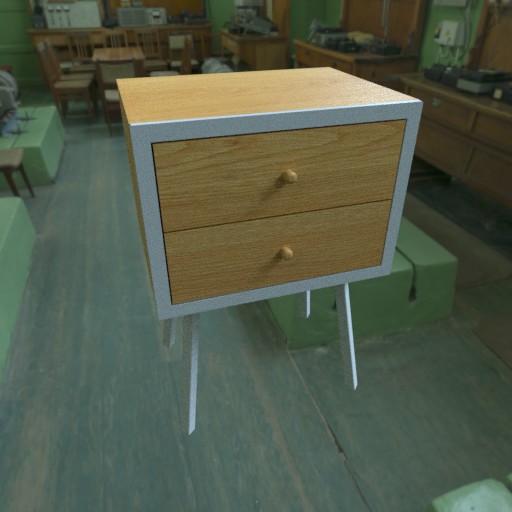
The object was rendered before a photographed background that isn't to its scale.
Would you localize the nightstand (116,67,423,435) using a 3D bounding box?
[{"bbox_3d":[0.000,0.000,0.840,0.400,0.601,0.316,-10,33,-15],"label":"nightstand"}]
